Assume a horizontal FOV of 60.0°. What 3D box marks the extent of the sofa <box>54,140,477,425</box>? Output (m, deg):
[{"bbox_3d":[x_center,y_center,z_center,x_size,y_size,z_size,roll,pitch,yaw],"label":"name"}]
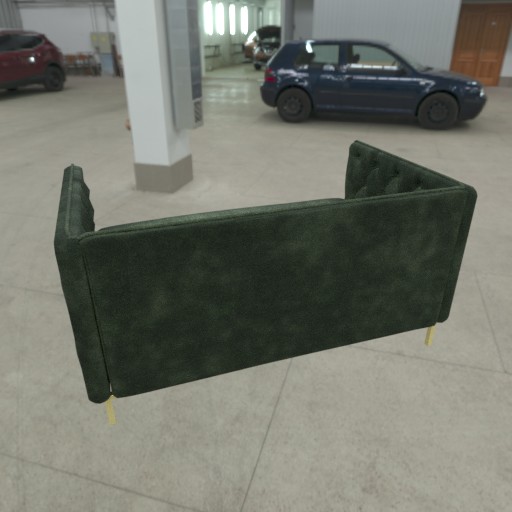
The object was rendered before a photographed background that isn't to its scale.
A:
[{"bbox_3d":[0.000,0.000,1.995,1.537,0.768,0.895,-9,28,-17],"label":"sofa"}]
